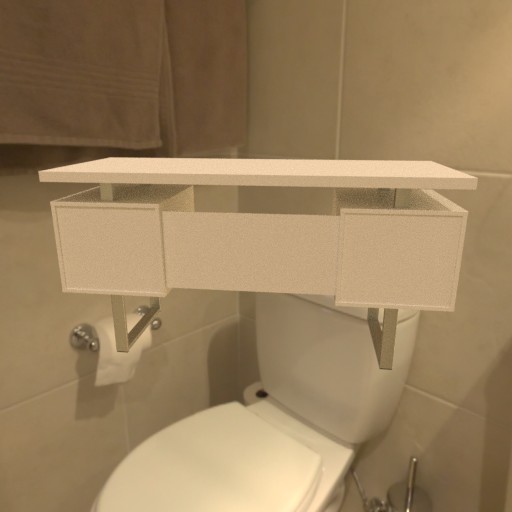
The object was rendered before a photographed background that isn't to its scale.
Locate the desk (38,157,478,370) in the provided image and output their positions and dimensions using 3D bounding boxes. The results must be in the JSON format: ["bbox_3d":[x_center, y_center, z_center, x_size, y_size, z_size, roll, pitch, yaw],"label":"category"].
[{"bbox_3d":[0.000,0.000,1.926,1.530,0.773,0.603,2,17,7],"label":"desk"}]
